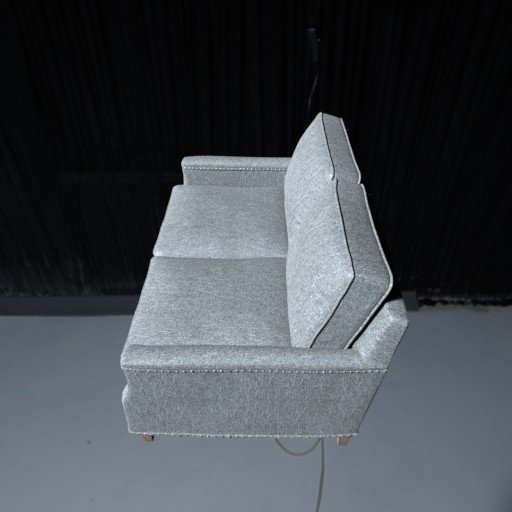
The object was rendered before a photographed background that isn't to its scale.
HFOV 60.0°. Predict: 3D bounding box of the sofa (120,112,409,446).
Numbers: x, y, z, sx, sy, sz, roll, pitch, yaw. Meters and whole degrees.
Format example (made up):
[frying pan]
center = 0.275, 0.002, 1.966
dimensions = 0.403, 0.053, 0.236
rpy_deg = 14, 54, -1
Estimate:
[sofa]
center = 0.000, 0.000, 2.278
dimensions = 1.084, 1.003, 1.597
rpy_deg = 1, 41, 1
